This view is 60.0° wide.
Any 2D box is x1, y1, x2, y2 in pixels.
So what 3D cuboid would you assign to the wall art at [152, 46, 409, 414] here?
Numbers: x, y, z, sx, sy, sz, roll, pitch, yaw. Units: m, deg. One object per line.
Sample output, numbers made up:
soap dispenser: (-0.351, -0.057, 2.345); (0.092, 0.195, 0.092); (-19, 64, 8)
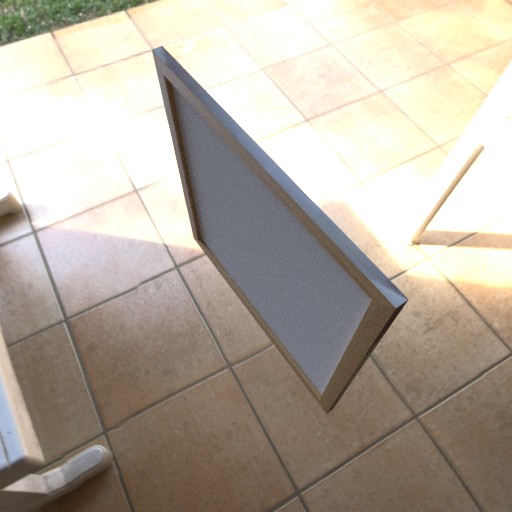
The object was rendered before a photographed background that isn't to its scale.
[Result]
wall art: (0.000, 0.000, 1.151); (0.027, 0.762, 0.762); (-31, 64, -17)
